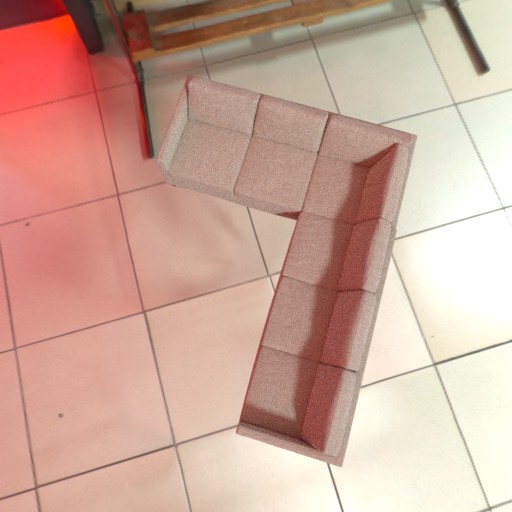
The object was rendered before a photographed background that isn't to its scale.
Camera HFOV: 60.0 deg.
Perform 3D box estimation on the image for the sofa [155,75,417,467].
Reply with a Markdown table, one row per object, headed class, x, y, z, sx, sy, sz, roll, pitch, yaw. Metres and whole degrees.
| class | x | y | z | sx | sy | sz | roll | pitch | yaw |
| --- | --- | --- | --- | --- | --- | --- | --- | --- | --- |
| sofa | 0.000 | 0.000 | 4.337 | 2.432 | 0.863 | 3.182 | 16 | 76 | 4 |
